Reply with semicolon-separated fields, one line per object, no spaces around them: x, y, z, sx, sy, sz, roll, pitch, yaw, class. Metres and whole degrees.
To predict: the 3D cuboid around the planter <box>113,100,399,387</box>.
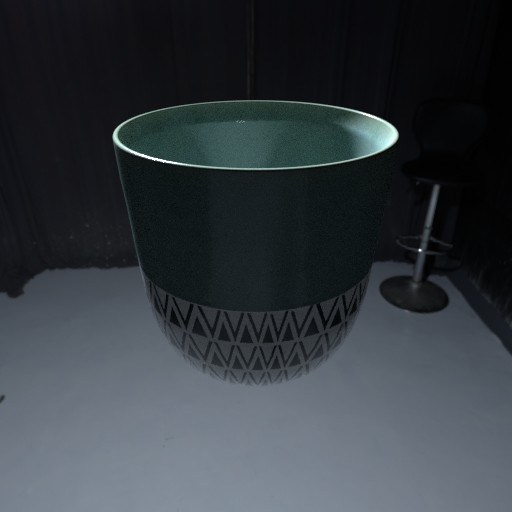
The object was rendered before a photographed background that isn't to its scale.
0.000;0.000;0.370;0.198;0.214;0.198;0;29;0;planter
